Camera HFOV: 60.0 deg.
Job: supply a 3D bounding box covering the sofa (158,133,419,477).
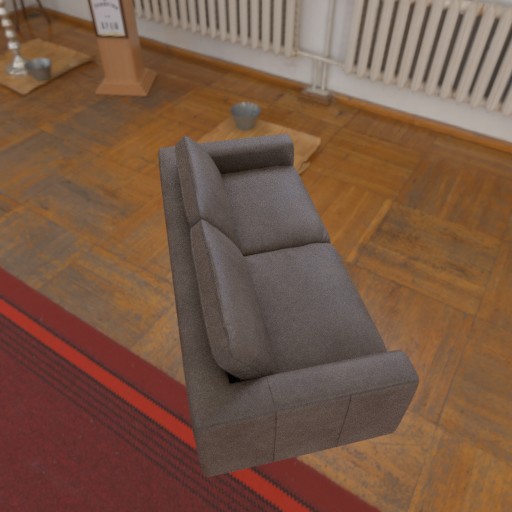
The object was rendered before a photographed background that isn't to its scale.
[{"bbox_3d":[0.000,0.000,2.817,1.070,0.801,2.262,-9,46,-9],"label":"sofa"}]
